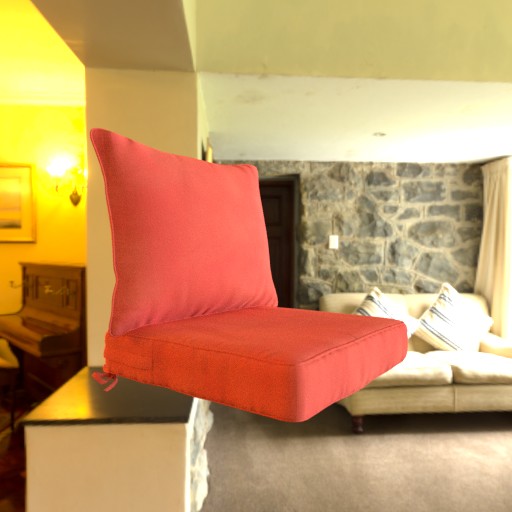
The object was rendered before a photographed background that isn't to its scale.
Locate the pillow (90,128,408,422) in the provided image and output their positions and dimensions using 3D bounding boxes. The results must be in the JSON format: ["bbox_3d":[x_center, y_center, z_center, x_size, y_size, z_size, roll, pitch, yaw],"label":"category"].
[{"bbox_3d":[0.000,0.000,1.360,0.733,0.725,0.798,1,1,37],"label":"pillow"}]
